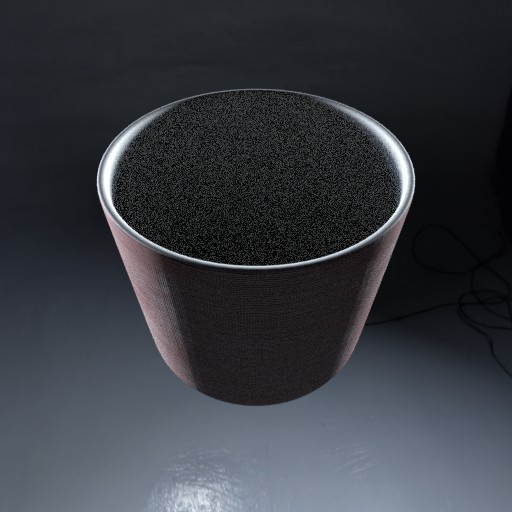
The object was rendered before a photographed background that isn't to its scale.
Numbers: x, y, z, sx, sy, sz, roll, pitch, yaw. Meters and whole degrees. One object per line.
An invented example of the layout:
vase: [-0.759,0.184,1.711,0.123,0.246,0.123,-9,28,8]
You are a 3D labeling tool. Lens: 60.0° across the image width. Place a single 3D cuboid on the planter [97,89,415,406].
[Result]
planter: [0.000,0.000,0.773,0.440,0.398,0.440,0,45,0]
